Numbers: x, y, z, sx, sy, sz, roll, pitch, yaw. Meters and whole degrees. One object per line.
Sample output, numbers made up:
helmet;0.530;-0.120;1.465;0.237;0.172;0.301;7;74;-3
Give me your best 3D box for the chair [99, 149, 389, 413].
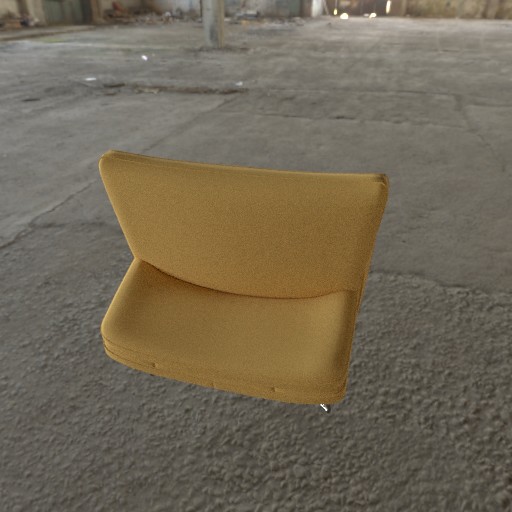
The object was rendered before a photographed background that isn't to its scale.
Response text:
chair;0.000;0.000;1.640;0.859;0.855;1.008;8;31;13
